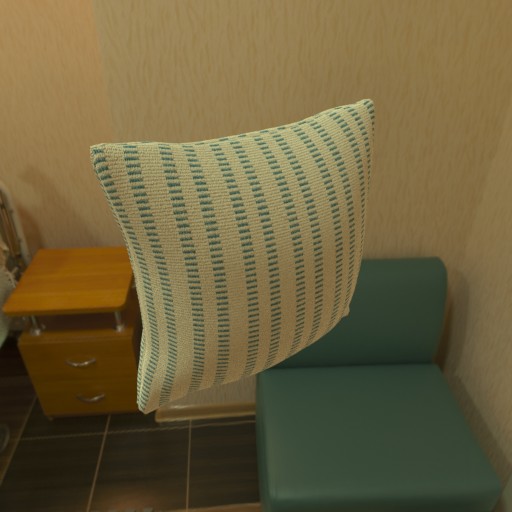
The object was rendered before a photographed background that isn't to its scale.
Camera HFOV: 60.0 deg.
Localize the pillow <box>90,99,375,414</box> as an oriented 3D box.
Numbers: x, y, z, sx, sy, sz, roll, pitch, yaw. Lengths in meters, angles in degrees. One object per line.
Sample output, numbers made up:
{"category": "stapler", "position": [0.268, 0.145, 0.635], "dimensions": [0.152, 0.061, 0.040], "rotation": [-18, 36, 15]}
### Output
{"category": "pillow", "position": [0.000, 0.000, 0.683], "dimensions": [0.438, 0.419, 0.247], "rotation": [-19, 36, -29]}
